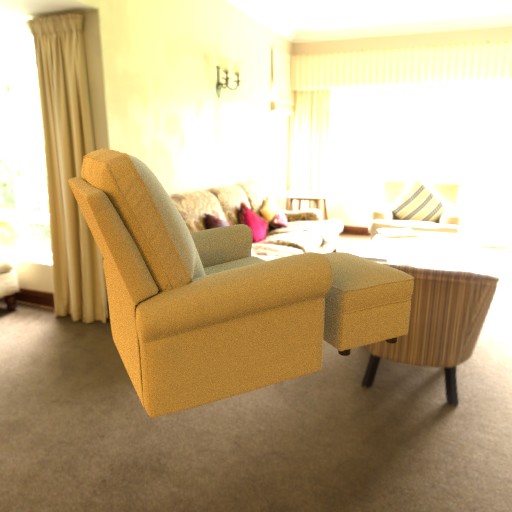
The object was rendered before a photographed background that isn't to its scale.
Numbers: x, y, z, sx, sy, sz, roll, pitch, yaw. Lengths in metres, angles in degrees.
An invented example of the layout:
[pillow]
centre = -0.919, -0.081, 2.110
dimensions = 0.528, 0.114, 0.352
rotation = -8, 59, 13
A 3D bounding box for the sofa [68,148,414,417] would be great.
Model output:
[sofa]
centre = 0.000, 0.000, 2.031
dimensions = 1.478, 0.959, 0.880
rotation = -7, 16, -26
